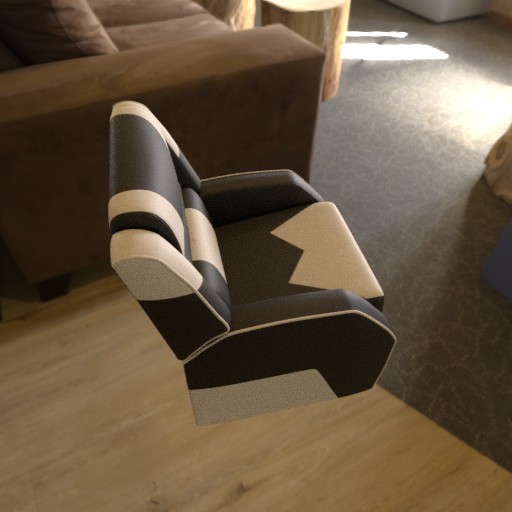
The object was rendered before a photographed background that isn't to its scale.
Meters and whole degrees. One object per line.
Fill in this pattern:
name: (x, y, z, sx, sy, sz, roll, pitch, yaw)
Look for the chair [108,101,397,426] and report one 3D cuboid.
chair: (0.000, 0.000, 1.295, 0.672, 0.805, 0.620, -9, 46, -9)
